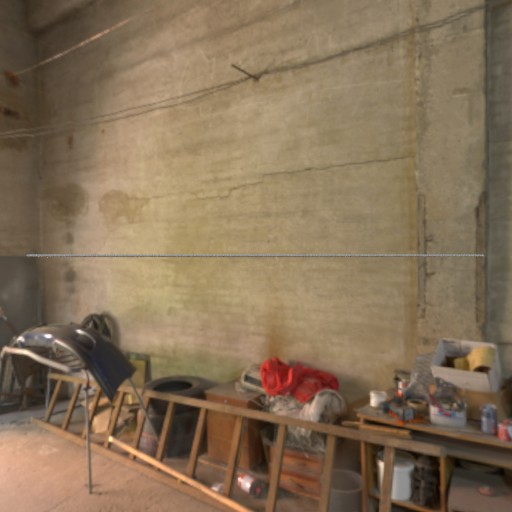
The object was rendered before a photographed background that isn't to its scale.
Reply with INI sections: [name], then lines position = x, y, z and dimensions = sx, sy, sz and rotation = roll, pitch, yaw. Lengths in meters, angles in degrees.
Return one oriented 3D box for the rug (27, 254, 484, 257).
[rug]
position = 0.000, 0.000, 2.544
dimensions = 2.294, 0.011, 0.666
rotation = 0, 0, -1
